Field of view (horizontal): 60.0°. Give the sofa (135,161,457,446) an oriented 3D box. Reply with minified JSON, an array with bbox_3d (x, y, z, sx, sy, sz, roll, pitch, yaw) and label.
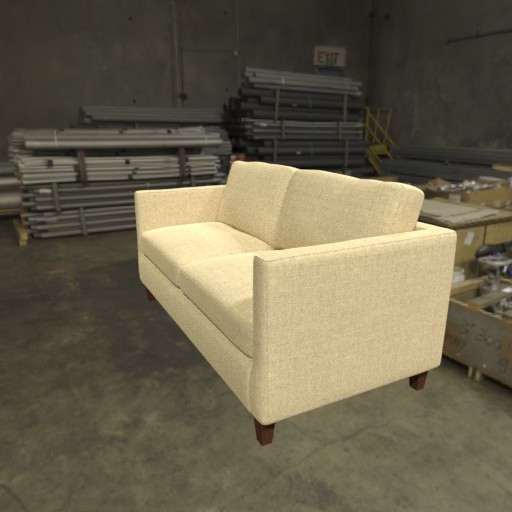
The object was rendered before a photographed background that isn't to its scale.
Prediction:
[{"bbox_3d":[0.000,0.000,2.490,0.950,0.963,1.884,-8,18,-26],"label":"sofa"}]
